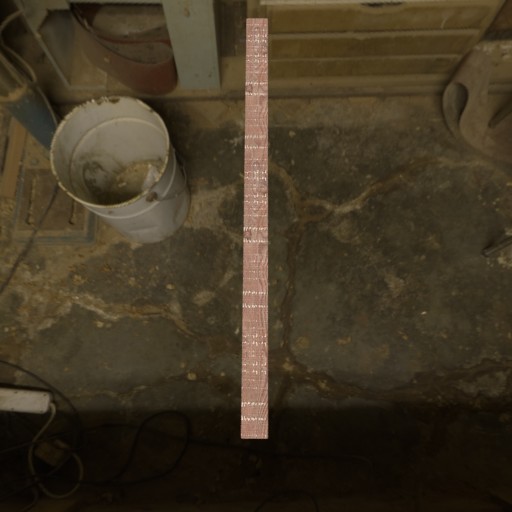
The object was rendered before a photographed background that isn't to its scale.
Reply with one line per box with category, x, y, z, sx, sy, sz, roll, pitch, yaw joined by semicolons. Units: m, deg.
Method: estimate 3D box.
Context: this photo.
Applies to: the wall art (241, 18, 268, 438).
wall art;0.000;0.000;0.793;0.029;0.531;0.531;0;76;0
